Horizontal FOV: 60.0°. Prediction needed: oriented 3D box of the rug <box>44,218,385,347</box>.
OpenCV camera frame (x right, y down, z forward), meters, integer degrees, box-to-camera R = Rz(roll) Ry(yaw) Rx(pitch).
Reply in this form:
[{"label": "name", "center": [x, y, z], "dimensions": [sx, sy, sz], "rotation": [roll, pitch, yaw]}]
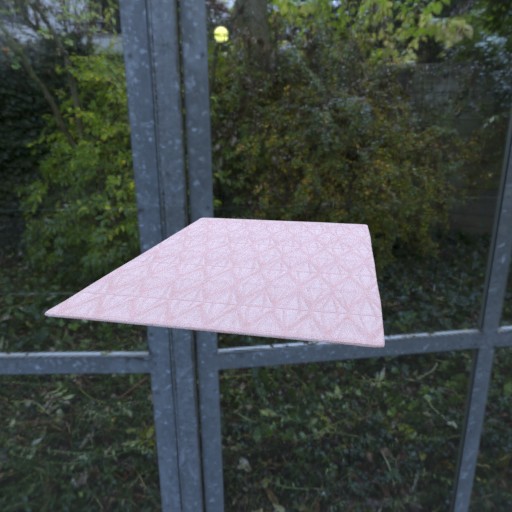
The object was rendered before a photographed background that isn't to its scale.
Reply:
[{"label": "rug", "center": [0.000, 0.000, 3.099], "dimensions": [1.609, 0.015, 2.390], "rotation": [3, 17, 11]}]
